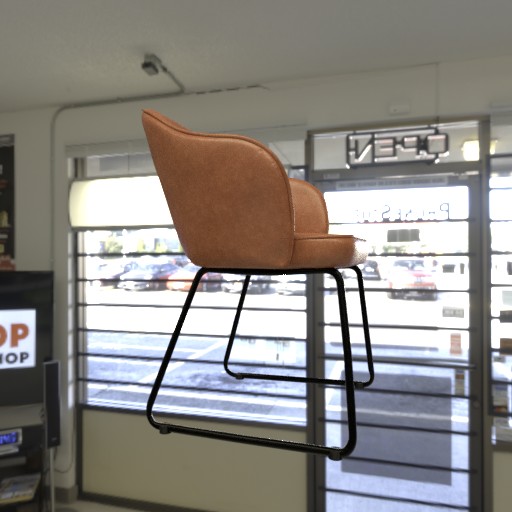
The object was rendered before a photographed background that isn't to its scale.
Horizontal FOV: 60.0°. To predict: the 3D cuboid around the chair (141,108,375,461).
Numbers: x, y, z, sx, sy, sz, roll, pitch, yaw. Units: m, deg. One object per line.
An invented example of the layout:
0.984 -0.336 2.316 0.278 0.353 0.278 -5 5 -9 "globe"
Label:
0.000 0.000 1.172 0.580 0.785 0.582 0 0 18 "chair"
